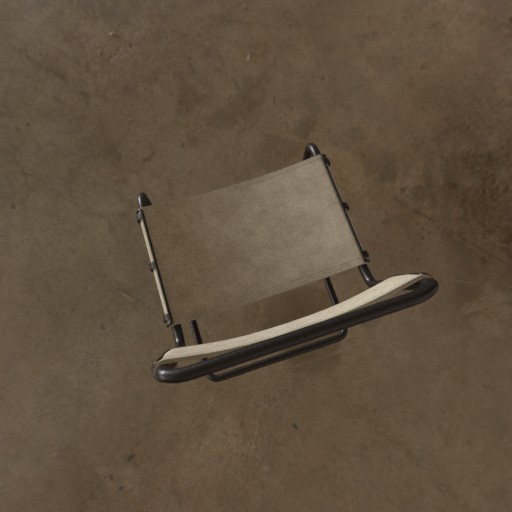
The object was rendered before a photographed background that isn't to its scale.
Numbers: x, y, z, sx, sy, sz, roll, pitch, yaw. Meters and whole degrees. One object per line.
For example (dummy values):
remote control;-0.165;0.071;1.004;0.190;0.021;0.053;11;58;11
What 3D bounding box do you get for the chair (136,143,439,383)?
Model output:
chair;0.000;0.000;1.082;0.499;0.747;0.497;-17;75;-5
